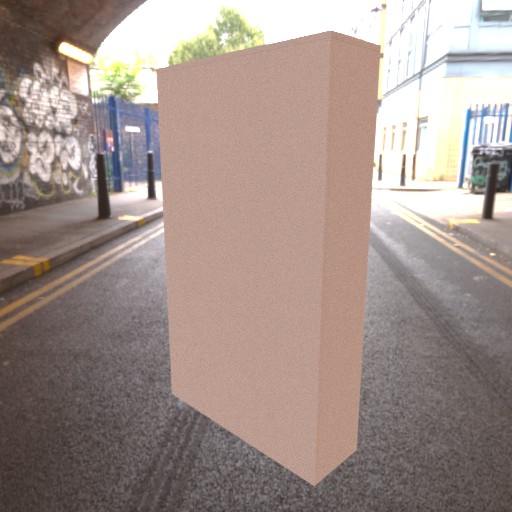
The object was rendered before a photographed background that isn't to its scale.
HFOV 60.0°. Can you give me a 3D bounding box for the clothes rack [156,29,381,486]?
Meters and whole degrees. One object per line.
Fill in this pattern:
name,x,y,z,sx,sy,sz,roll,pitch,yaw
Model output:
clothes rack,0.000,0.000,1.549,0.750,1.280,0.250,13,19,43
